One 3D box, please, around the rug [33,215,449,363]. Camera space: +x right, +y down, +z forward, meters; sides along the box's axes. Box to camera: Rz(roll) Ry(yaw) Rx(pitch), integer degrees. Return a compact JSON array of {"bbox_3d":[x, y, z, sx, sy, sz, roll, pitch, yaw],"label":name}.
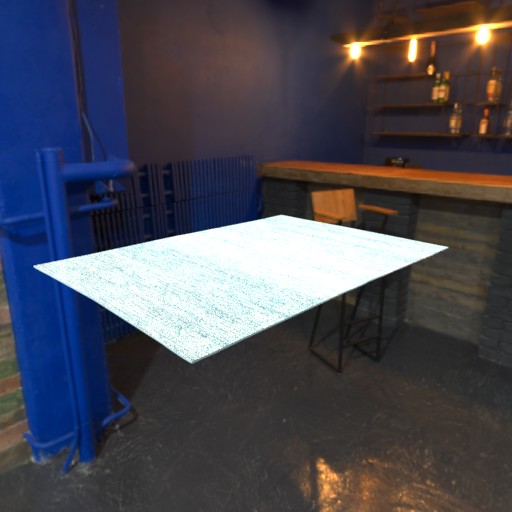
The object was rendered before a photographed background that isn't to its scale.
[{"bbox_3d":[0.000,0.000,2.929,2.260,0.026,1.611,-16,23,-42],"label":"rug"}]
